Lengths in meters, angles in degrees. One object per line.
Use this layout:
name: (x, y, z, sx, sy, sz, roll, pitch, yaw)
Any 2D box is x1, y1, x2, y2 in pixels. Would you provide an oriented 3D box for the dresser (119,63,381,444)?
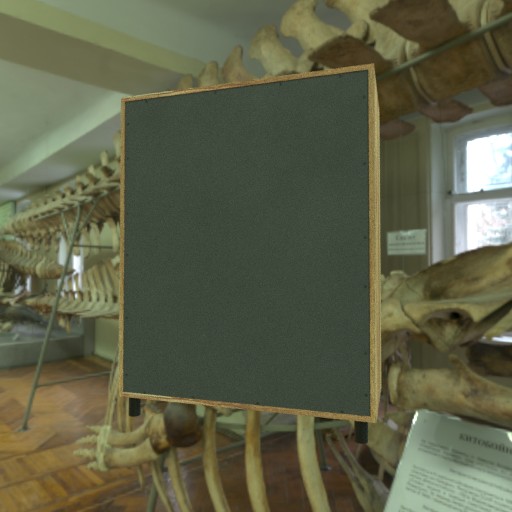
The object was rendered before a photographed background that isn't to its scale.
dresser: (0.000, 0.000, 1.812, 0.966, 1.243, 0.480, 0, -2, 18)
